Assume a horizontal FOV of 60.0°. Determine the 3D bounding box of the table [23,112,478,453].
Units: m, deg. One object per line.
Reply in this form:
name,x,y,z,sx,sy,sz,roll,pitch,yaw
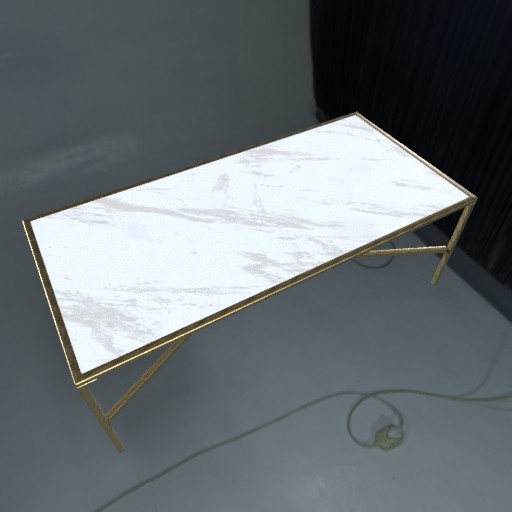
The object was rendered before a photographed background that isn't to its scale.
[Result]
table,0.000,0.000,1.436,1.197,0.405,0.577,-23,51,-20
